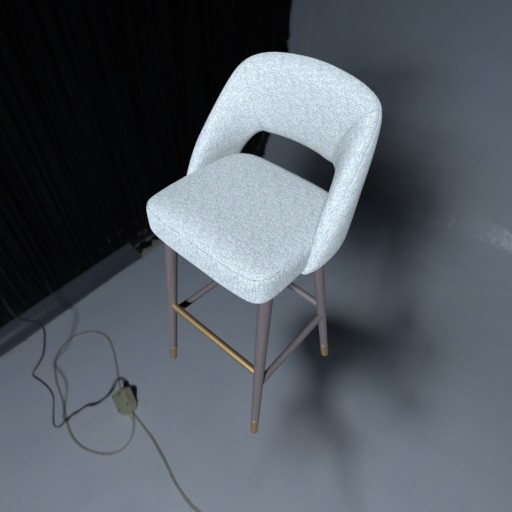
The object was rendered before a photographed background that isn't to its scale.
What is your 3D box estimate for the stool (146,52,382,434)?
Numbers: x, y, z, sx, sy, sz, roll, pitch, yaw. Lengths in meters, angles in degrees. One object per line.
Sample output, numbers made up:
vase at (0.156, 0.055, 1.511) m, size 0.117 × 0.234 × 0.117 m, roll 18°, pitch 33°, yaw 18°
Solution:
stool at (0.000, 0.000, 1.414) m, size 0.536 × 1.089 × 0.524 m, roll 33°, pitch 54°, yaw 28°
